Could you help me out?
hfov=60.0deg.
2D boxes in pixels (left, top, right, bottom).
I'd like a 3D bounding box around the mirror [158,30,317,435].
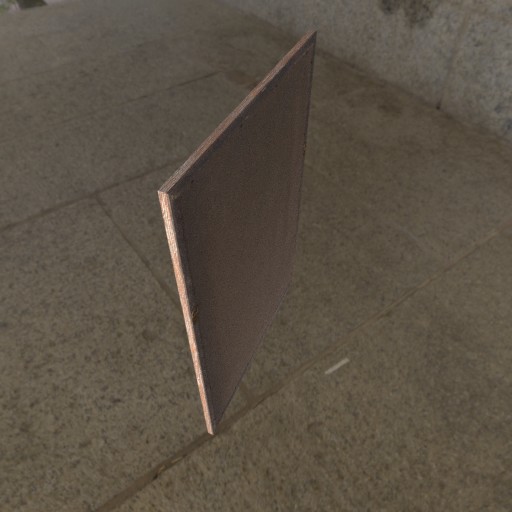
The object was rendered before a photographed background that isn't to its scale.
[{"bbox_3d":[0.000,0.000,1.275,0.025,0.996,0.705,19,50,16],"label":"mirror"}]
